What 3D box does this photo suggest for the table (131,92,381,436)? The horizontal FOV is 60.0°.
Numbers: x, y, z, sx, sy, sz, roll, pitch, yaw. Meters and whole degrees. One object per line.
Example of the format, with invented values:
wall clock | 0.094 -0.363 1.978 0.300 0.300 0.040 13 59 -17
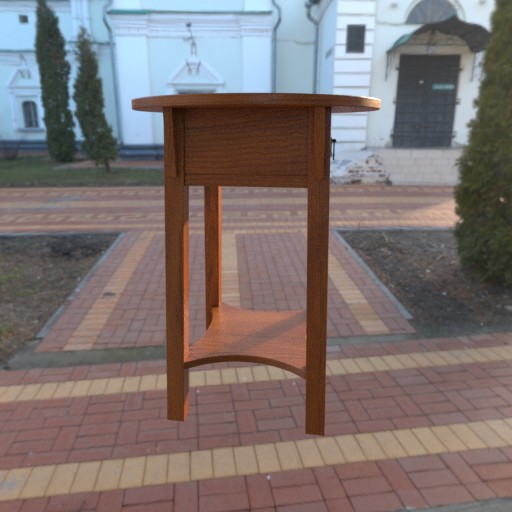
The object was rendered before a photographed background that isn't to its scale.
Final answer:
table | 0.000 0.000 0.926 0.457 0.610 0.457 0 16 0
